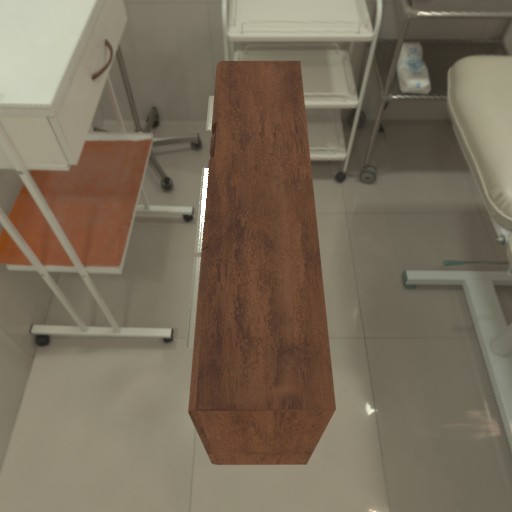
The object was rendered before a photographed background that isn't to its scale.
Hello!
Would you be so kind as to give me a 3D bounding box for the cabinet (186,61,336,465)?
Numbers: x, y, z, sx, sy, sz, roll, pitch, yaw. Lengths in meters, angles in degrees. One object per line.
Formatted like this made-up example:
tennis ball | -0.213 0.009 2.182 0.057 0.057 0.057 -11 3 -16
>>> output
cabinet | 0.000 0.000 1.996 0.420 0.900 1.600 0 56 0
